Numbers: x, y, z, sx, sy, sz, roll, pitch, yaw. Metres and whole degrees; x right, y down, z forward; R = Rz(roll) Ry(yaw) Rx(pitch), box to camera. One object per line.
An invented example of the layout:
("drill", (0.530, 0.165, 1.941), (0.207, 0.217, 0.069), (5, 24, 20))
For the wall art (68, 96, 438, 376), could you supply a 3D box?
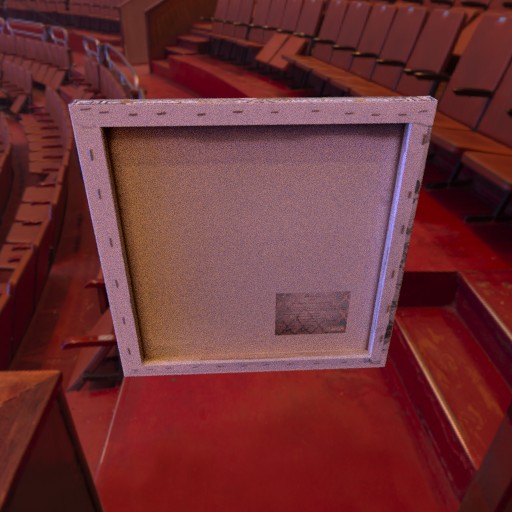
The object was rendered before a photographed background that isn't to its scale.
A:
("wall art", (0.000, 0.000, 0.896), (0.609, 0.607, 0.036), (-1, 30, -3))
